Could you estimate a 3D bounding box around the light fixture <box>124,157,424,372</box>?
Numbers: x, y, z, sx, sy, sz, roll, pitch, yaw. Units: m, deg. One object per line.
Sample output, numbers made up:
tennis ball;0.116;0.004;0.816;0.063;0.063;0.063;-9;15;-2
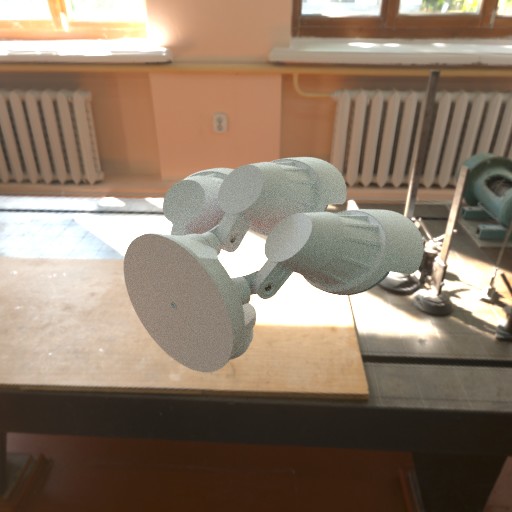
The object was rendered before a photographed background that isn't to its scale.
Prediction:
light fixture;0.000;0.000;0.556;0.369;0.237;0.278;21;36;32
